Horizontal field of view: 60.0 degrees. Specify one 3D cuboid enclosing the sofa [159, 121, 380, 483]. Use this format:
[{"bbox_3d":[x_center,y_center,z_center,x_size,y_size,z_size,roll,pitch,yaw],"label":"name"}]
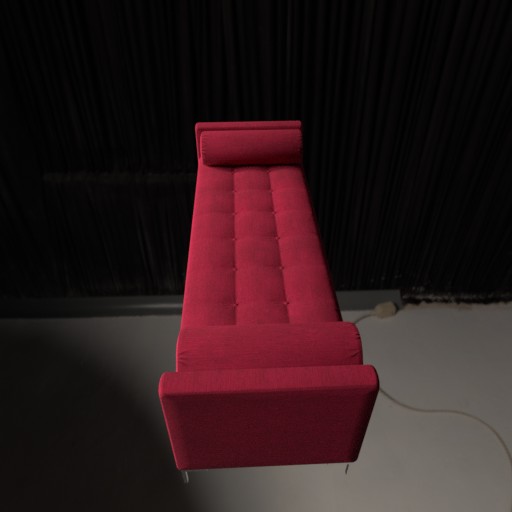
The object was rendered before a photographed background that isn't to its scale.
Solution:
[{"bbox_3d":[0.000,0.000,2.288,0.686,0.635,1.981,-2,40,-2],"label":"sofa"}]
